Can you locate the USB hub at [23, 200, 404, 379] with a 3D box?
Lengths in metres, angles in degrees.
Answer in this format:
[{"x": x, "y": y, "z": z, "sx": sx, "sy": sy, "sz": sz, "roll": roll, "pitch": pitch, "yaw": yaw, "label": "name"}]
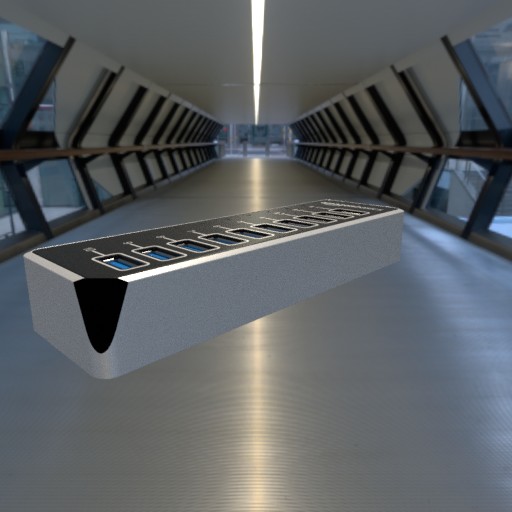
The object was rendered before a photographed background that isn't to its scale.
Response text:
[{"x": 0.000, "y": 0.000, "z": 0.162, "sx": 0.044, "sy": 0.023, "sz": 0.145, "roll": 15, "pitch": 21, "yaw": 42, "label": "USB hub"}]
